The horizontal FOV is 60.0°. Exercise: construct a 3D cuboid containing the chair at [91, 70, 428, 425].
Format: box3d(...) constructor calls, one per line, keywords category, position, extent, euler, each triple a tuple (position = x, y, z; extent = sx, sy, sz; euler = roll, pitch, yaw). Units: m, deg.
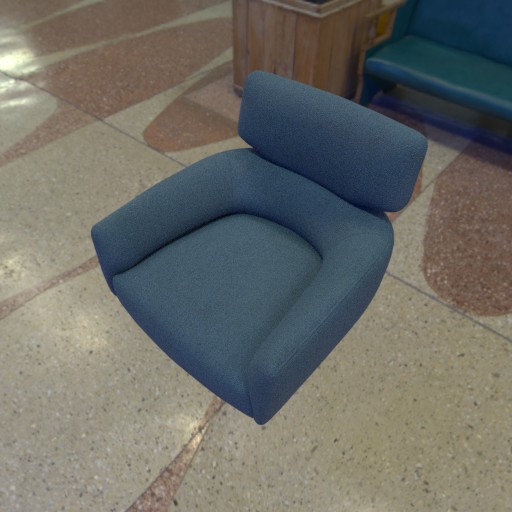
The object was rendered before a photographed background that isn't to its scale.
box3d(category="chair", position=(0.000, 0.000, 1.391), extent=(0.738, 0.813, 0.761), euler=(34, 55, 28))
